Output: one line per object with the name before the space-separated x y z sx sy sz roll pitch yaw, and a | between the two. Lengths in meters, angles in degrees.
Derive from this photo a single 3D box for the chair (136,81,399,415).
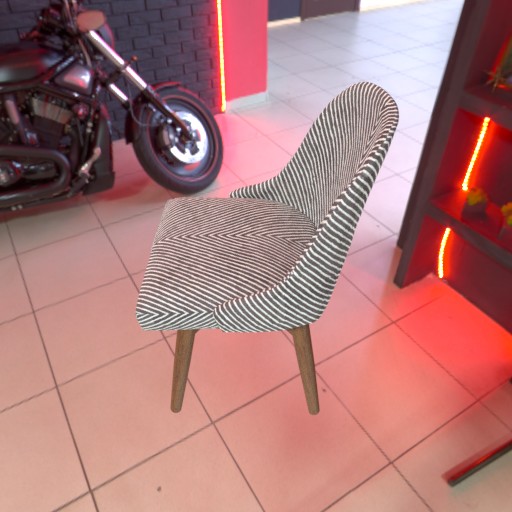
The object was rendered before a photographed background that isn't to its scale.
chair | 0.000 0.000 1.231 0.591 0.883 0.504 1 42 1
